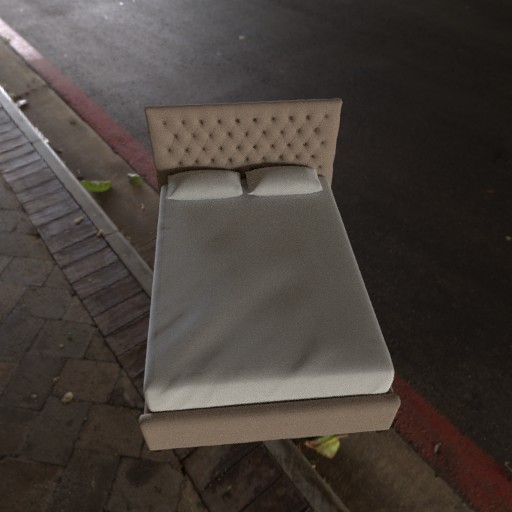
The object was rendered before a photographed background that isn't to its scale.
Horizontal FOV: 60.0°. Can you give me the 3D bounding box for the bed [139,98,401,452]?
[{"bbox_3d":[0.000,0.000,3.459,1.698,1.427,2.387,-4,45,-4],"label":"bed"}]
